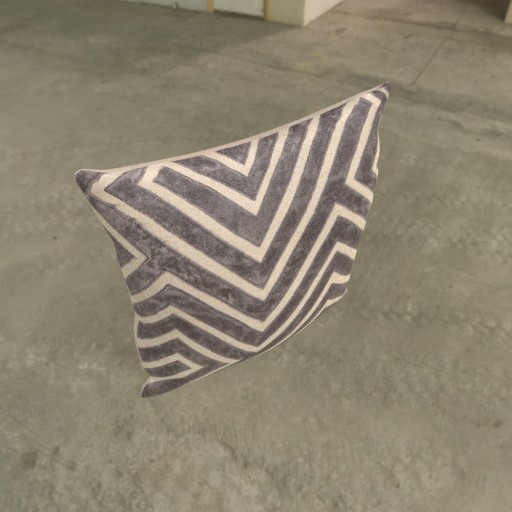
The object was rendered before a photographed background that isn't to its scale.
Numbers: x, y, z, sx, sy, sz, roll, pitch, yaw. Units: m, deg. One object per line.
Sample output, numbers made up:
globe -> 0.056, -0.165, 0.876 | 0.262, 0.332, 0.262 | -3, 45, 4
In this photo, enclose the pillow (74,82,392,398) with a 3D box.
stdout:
pillow -> 0.000, 0.000, 0.662 | 0.440, 0.441, 0.182 | -24, 49, -23
